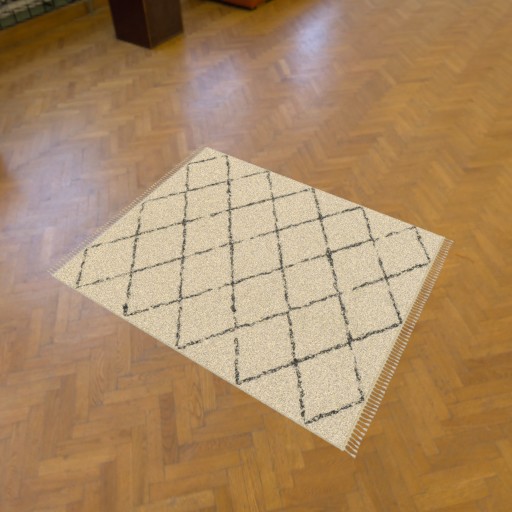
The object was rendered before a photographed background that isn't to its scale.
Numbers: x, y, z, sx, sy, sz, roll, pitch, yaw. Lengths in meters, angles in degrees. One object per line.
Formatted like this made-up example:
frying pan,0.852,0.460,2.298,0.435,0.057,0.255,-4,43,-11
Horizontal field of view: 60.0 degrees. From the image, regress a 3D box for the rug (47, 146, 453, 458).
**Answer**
rug,0.000,0.000,4.176,3.051,0.013,2.380,25,53,21
